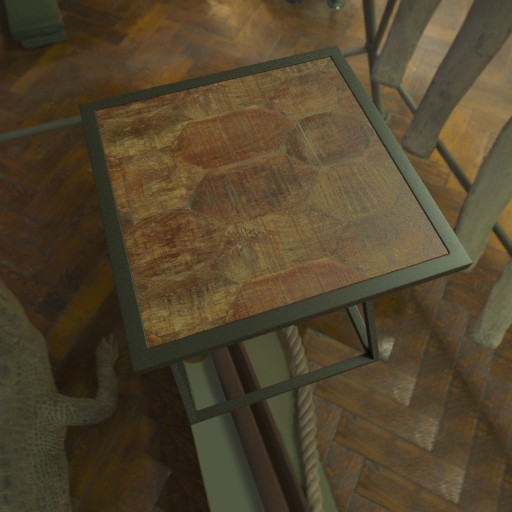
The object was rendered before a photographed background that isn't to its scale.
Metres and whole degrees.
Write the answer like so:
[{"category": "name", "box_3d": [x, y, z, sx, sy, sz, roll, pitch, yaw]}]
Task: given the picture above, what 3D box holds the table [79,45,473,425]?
[{"category": "table", "box_3d": [0.000, 0.000, 0.966, 0.500, 0.565, 0.500, -16, 64, -8]}]
